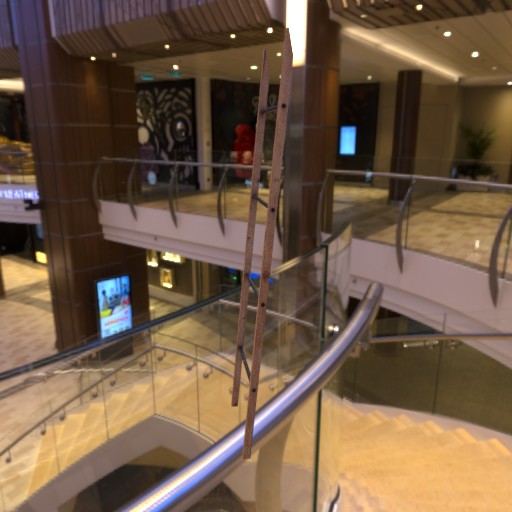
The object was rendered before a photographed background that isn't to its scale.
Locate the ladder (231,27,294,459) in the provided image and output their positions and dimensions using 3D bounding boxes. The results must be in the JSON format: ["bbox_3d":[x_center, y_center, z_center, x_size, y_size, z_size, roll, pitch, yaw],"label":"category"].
[{"bbox_3d":[0.000,0.000,2.016,0.200,1.805,0.442,-3,15,-10],"label":"ladder"}]
